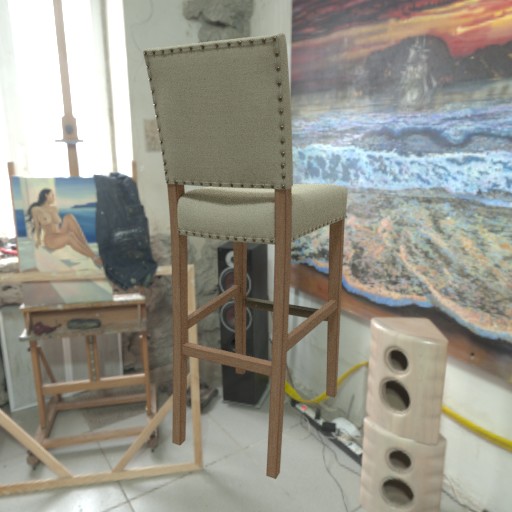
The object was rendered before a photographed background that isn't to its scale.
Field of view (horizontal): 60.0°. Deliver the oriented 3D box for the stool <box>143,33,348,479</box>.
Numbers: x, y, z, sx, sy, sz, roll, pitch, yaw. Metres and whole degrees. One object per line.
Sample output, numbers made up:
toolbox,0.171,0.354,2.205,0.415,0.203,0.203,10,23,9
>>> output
stool,0.000,0.000,1.382,0.428,1.143,0.546,7,16,25
